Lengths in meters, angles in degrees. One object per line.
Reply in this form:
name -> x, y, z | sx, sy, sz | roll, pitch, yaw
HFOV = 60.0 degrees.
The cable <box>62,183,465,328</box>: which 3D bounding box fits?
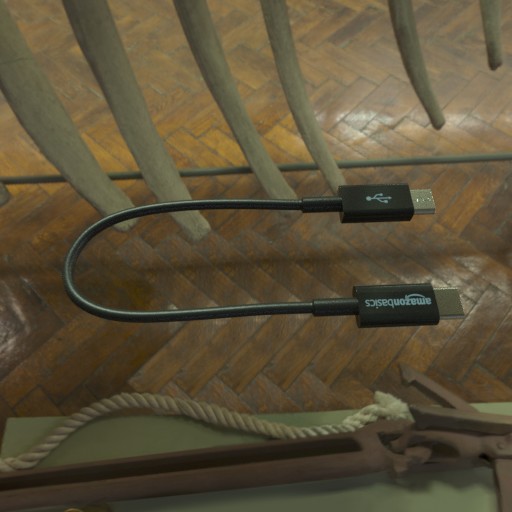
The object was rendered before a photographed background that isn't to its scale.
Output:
cable -> 0.000, 0.000, 0.114 | 0.098, 0.006, 0.040 | -2, 62, -1
